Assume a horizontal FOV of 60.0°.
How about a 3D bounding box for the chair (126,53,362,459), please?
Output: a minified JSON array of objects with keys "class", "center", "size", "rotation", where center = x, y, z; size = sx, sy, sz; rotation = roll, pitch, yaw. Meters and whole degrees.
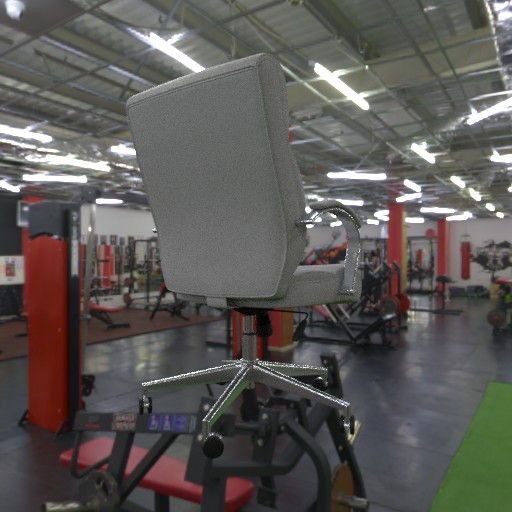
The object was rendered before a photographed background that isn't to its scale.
[{"class":"chair","center":[0.000,0.000,1.553],"size":[0.727,1.099,0.745],"rotation":[0,-1,36]}]
